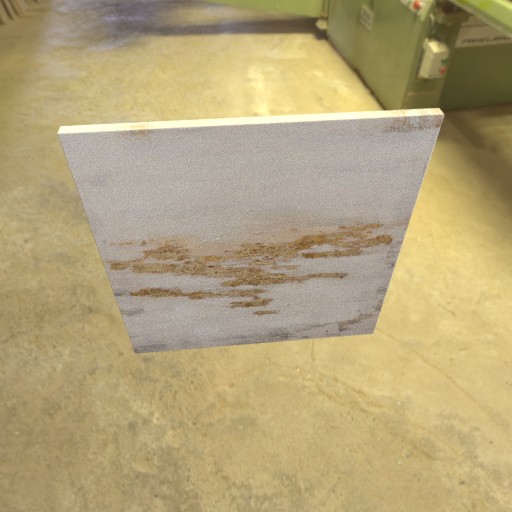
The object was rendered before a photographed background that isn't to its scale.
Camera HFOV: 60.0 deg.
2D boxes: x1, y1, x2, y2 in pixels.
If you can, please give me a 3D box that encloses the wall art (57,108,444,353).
[{"bbox_3d":[0.000,0.000,1.530,1.015,1.018,0.040,-4,45,-4],"label":"wall art"}]
